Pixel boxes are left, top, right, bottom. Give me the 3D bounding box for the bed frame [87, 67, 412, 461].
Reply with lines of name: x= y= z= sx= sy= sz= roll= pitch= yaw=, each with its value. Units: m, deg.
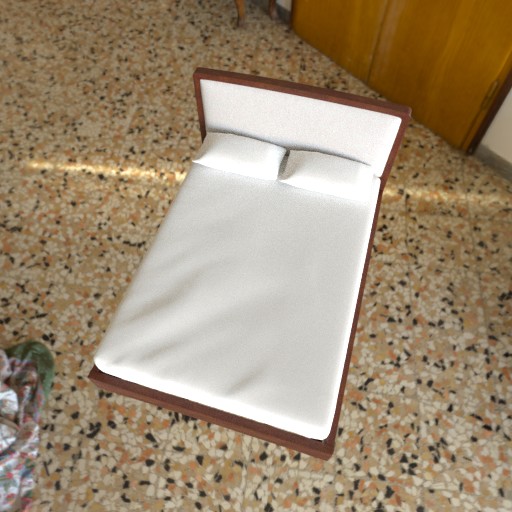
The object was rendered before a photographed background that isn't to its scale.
bed frame: x=0.000 y=0.000 z=3.114 sx=1.587 sy=1.279 sz=2.171 roll=14 pitch=59 yaw=9
